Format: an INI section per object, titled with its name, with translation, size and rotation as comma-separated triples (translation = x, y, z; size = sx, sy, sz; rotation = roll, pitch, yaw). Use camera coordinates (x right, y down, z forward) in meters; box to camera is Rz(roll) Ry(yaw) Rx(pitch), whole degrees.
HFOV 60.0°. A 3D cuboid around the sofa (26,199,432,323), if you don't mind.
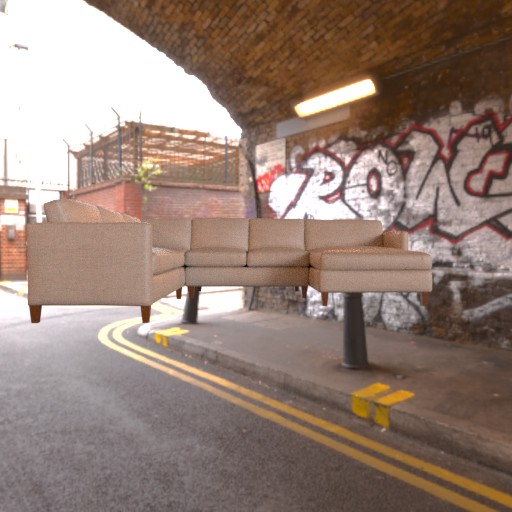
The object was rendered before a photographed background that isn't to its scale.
[sofa]
translation = 0.000, 0.000, 4.555
size = 3.460, 0.961, 2.594
rotation = 0, 1, -1
